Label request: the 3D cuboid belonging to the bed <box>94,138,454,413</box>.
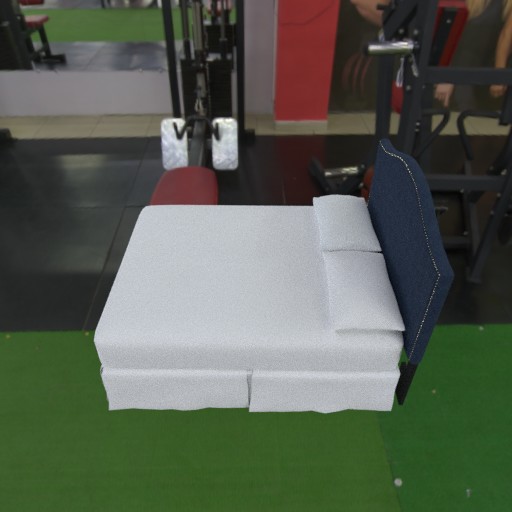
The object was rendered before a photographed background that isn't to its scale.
[{"bbox_3d":[0.000,0.000,3.337,2.153,1.518,1.725,1,40,1],"label":"bed"}]
